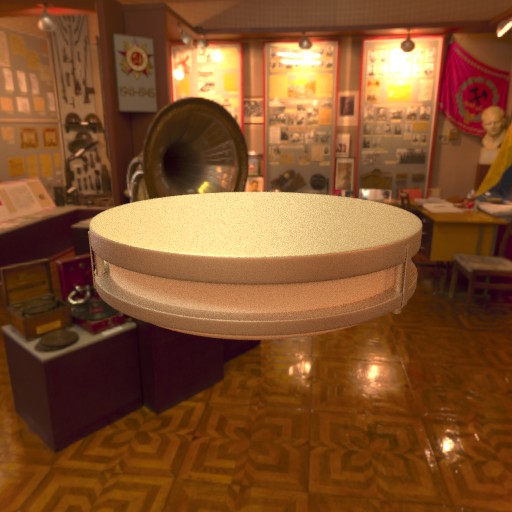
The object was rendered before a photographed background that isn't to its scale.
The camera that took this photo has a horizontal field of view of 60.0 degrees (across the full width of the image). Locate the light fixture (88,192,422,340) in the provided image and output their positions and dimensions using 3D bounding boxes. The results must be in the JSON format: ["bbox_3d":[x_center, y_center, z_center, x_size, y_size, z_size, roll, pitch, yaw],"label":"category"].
[{"bbox_3d":[0.000,0.000,0.515,0.356,0.102,0.356,0,16,0],"label":"light fixture"}]
